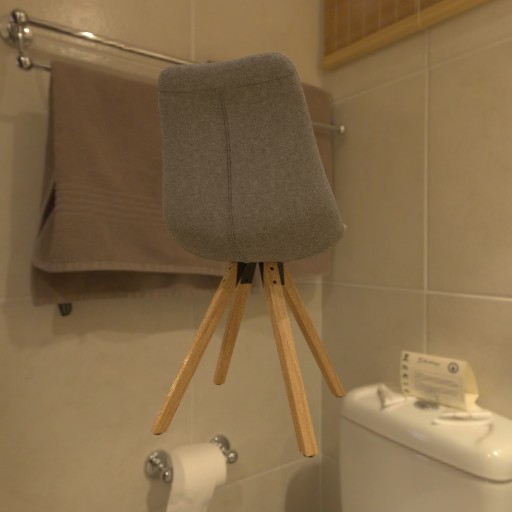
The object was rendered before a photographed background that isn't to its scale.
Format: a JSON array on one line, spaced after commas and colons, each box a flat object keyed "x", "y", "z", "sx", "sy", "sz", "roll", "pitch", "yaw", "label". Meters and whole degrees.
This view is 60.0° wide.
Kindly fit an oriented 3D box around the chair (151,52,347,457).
[{"x": 0.000, "y": 0.000, "z": 1.215, "sx": 0.483, "sy": 0.865, "sz": 0.550, "roll": 0, "pitch": 1, "yaw": 18, "label": "chair"}]
